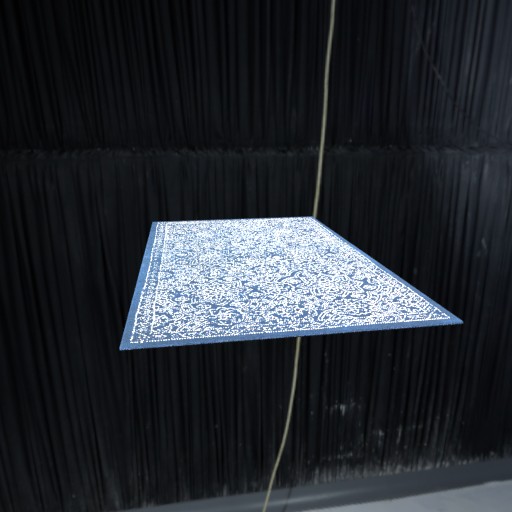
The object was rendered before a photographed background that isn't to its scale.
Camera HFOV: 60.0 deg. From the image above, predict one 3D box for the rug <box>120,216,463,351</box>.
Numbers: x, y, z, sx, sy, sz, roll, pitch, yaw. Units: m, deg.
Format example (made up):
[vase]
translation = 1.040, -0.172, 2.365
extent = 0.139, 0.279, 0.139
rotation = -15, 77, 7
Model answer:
[rug]
translation = 0.000, 0.000, 3.063
extent = 1.526, 0.015, 2.441
rotation = -3, 17, -9
